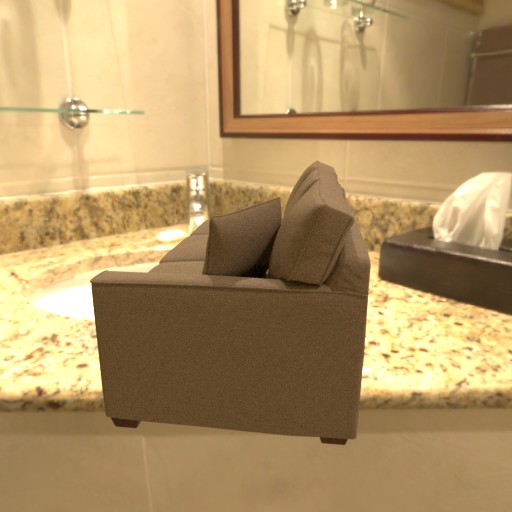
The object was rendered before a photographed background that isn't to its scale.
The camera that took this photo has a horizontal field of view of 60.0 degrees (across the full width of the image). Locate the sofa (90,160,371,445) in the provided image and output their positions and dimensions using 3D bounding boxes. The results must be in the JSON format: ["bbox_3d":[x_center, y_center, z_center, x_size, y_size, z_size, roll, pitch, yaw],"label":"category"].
[{"bbox_3d":[0.000,0.000,2.524,1.034,0.946,1.963,2,16,7],"label":"sofa"}]
